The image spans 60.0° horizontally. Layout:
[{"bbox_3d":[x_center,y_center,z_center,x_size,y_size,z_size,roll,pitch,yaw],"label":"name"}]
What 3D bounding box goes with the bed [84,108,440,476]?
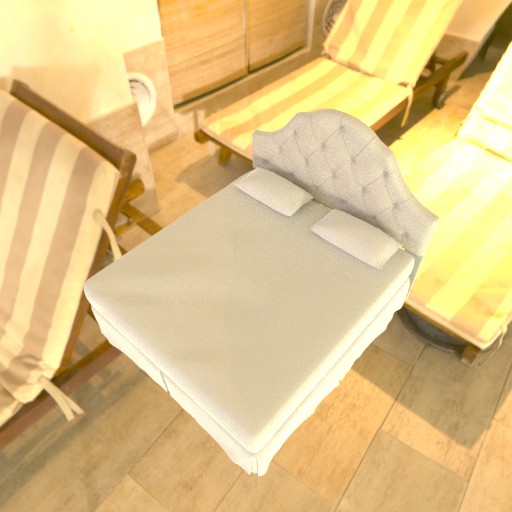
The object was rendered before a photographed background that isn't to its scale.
[{"bbox_3d":[0.000,0.000,3.593,2.008,1.615,2.214,33,55,27],"label":"bed"}]
